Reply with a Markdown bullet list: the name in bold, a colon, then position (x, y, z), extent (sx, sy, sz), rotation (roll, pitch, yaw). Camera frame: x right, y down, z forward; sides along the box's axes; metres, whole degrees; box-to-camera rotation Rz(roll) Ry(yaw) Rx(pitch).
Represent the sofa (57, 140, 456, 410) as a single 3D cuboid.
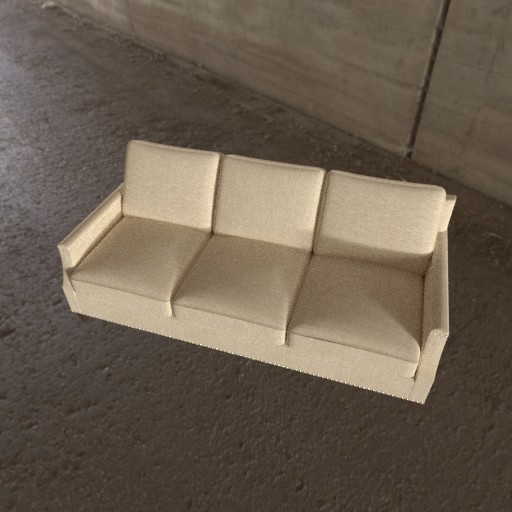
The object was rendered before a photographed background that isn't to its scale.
- **sofa**: position (0.000, 0.000, 2.764), extent (2.210, 0.940, 1.041), rotation (12, 42, 13)
